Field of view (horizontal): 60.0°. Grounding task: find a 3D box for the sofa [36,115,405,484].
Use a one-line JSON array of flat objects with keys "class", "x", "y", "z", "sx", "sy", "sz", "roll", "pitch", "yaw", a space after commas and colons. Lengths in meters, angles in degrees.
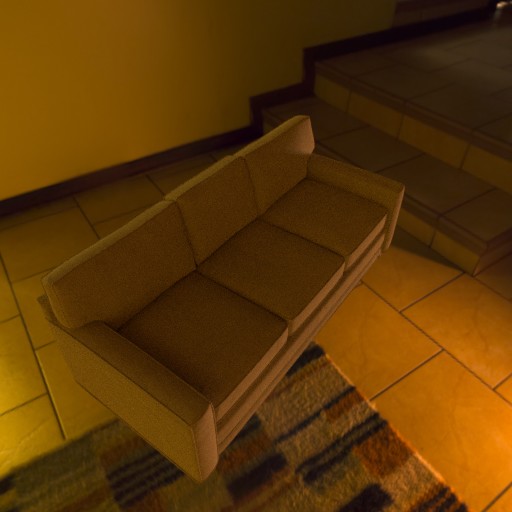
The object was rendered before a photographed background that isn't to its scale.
[{"class": "sofa", "x": 0.000, "y": 0.000, "z": 2.560, "sx": 0.936, "sy": 0.862, "sz": 2.093, "roll": 26, "pitch": 47, "yaw": 26}]
